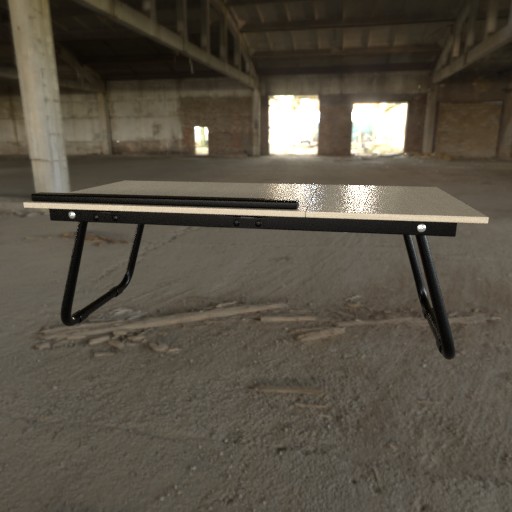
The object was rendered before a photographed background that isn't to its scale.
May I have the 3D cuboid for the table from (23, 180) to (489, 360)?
[{"bbox_3d":[0.000,0.000,0.780,0.644,0.242,0.322,3,16,10],"label":"table"}]
